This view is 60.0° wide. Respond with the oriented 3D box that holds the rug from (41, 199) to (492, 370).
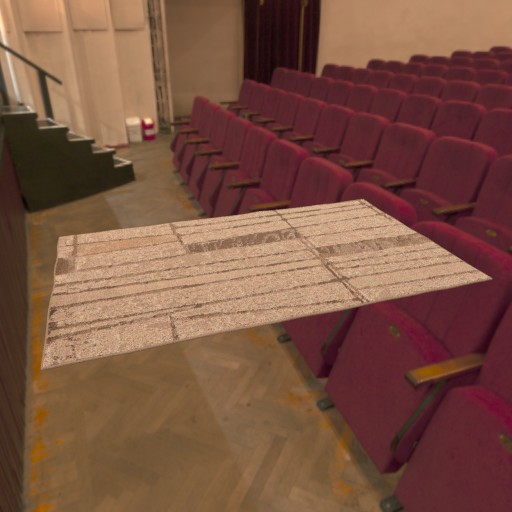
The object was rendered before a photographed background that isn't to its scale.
[{"bbox_3d":[0.000,0.000,1.013,0.867,0.007,0.515,-9,28,-17],"label":"rug"}]
